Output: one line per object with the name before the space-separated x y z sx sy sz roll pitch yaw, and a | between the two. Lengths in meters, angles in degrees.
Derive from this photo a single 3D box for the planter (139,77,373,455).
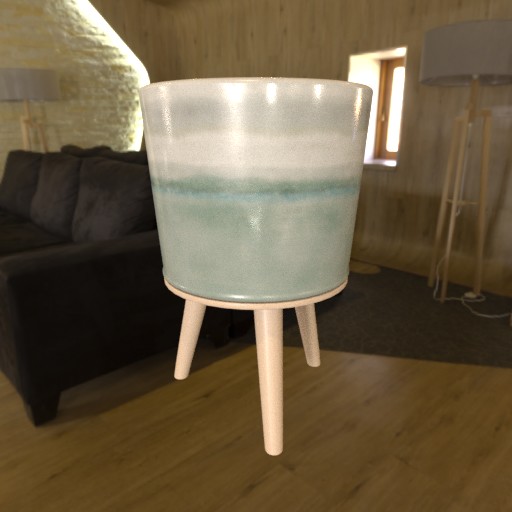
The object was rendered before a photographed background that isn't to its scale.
planter | 0.000 0.000 0.571 0.265 0.404 0.265 -8 18 -26
